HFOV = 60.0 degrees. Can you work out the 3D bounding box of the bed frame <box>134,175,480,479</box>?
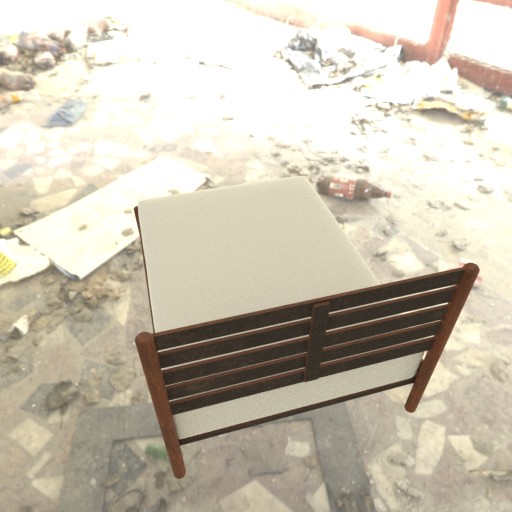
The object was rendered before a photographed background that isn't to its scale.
[{"bbox_3d":[0.000,0.000,3.212,1.655,1.321,2.234,-11,43,-12],"label":"bed frame"}]
